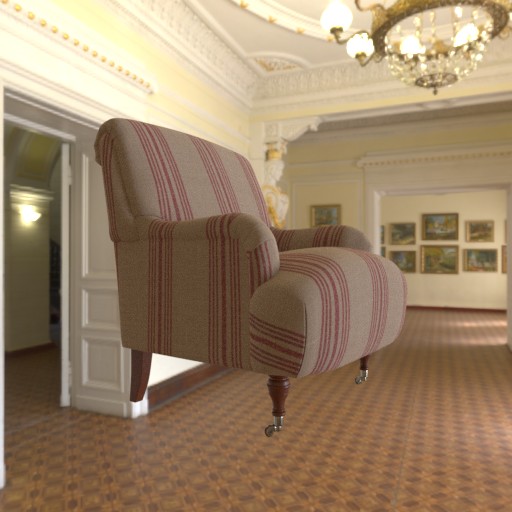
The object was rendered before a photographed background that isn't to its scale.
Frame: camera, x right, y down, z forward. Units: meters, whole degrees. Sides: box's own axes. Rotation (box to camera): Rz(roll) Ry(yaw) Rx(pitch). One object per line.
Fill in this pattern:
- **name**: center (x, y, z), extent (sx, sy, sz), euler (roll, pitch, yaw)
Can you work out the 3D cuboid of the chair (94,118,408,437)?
- **chair**: center (0.000, 0.000, 1.829), extent (1.058, 1.123, 0.933), euler (0, -1, 35)
